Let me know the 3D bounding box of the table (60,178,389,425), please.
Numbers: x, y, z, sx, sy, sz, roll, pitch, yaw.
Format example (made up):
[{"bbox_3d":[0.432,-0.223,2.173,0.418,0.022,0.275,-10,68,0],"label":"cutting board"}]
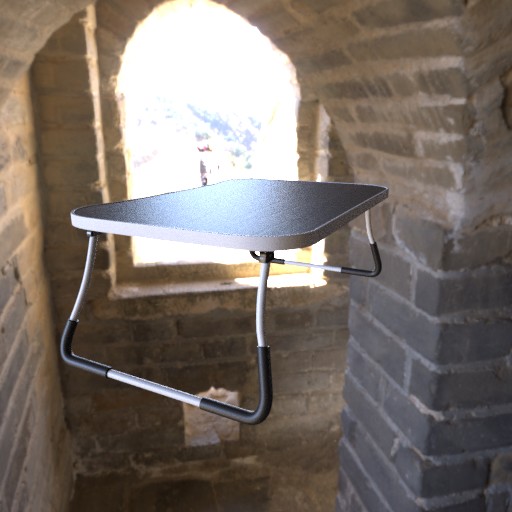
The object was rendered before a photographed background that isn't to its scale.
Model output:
[{"bbox_3d":[0.000,0.000,0.865,0.400,0.232,0.660,8,18,26],"label":"table"}]
